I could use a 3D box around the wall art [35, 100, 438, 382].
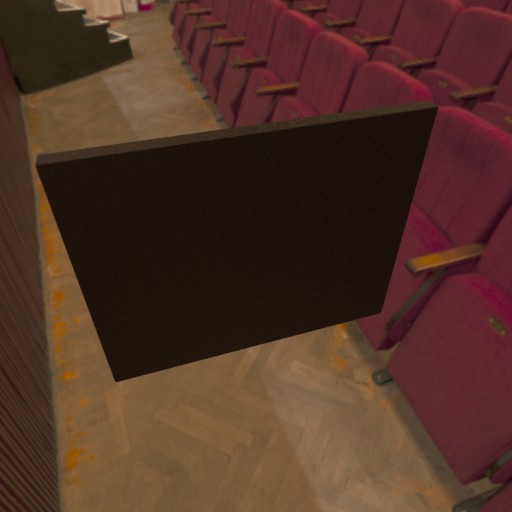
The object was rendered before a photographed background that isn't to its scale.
[{"bbox_3d":[0.000,0.000,0.747,0.558,0.457,0.031,-12,43,-13],"label":"wall art"}]
